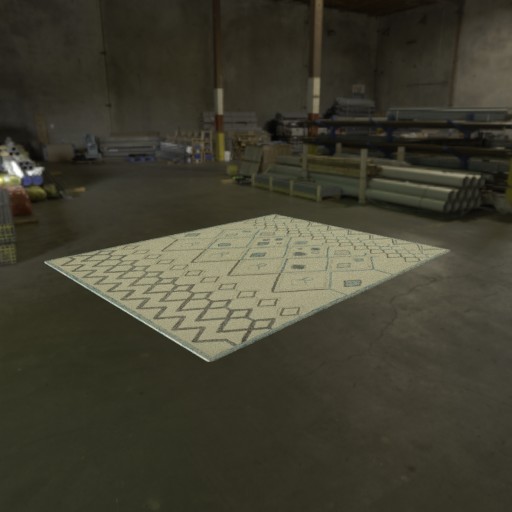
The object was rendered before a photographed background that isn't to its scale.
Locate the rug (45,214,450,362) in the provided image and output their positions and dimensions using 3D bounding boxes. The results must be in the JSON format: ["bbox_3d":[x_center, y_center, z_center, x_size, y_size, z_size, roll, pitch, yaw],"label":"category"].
[{"bbox_3d":[0.000,0.000,4.245,3.056,0.013,2.441,-16,23,-42],"label":"rug"}]
